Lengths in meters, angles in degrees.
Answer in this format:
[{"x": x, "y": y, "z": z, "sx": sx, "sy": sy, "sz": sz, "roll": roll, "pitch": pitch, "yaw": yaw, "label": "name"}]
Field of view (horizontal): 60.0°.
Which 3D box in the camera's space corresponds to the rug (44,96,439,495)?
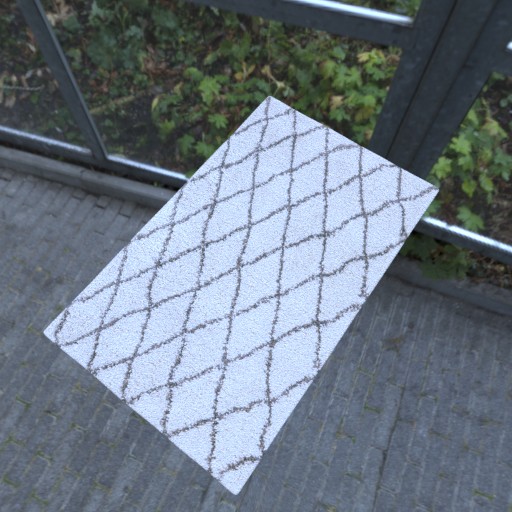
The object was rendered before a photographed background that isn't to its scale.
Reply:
[{"x": 0.000, "y": 0.000, "z": 2.996, "sx": 1.524, "sy": 0.030, "sz": 2.438, "roll": 34, "pitch": 69, "yaw": 14, "label": "rug"}]
